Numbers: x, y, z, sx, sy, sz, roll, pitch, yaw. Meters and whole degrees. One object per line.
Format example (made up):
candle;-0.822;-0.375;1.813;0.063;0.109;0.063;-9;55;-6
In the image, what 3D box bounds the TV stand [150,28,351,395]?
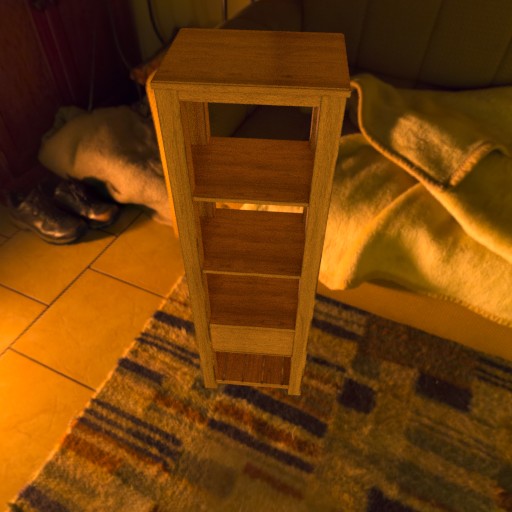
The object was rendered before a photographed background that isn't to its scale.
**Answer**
TV stand;0.000;0.000;2.045;0.565;1.828;0.435;4;46;4
